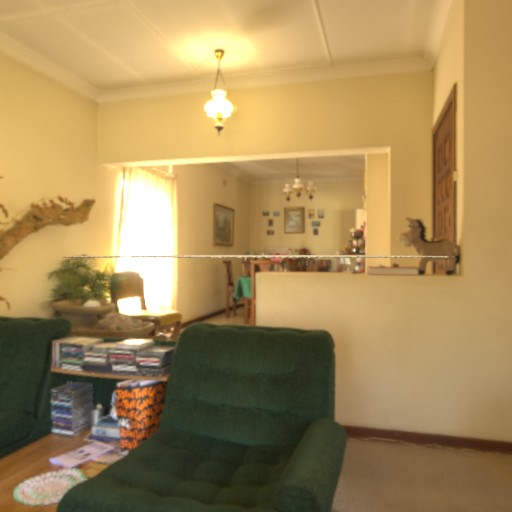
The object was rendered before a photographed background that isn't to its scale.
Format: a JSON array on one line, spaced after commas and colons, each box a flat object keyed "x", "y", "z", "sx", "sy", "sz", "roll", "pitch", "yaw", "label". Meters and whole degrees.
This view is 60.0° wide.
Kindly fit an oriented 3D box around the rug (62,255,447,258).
[{"x": 0.000, "y": 0.000, "z": 4.383, "sx": 2.464, "sy": 0.010, "sz": 3.327, "roll": 0, "pitch": 0, "yaw": -1, "label": "rug"}]
